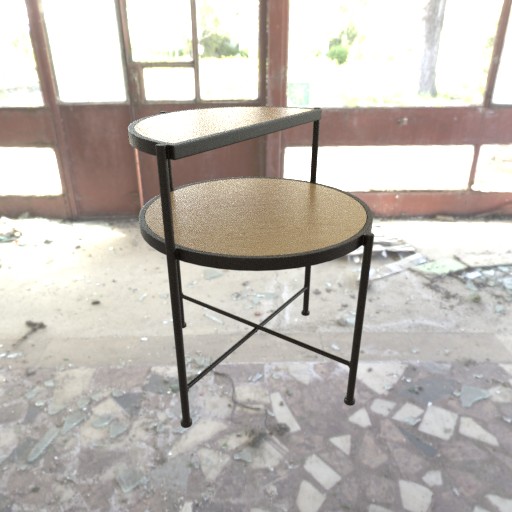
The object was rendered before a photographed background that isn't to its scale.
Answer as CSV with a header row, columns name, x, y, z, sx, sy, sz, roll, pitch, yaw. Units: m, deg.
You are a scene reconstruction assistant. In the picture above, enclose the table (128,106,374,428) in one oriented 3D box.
name,x,y,z,sx,sy,sz,roll,pitch,yaw
table,0.000,0.000,1.169,0.628,0.684,0.629,17,31,31
